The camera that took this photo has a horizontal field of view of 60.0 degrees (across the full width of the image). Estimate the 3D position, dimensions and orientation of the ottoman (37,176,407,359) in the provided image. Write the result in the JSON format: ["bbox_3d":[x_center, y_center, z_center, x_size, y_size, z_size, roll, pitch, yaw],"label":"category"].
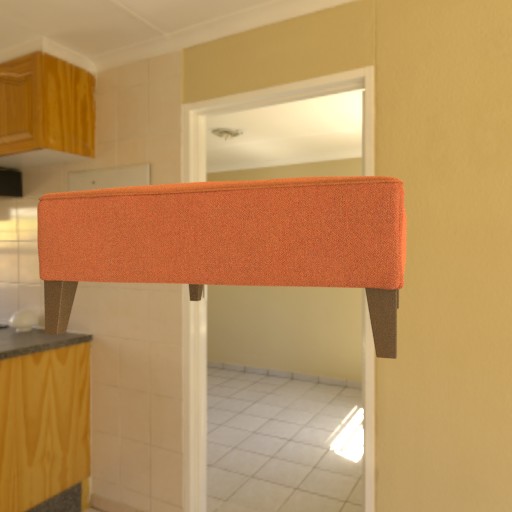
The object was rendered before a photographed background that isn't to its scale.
[{"bbox_3d":[0.000,0.000,1.550,0.997,0.438,0.999,0,0,18],"label":"ottoman"}]
